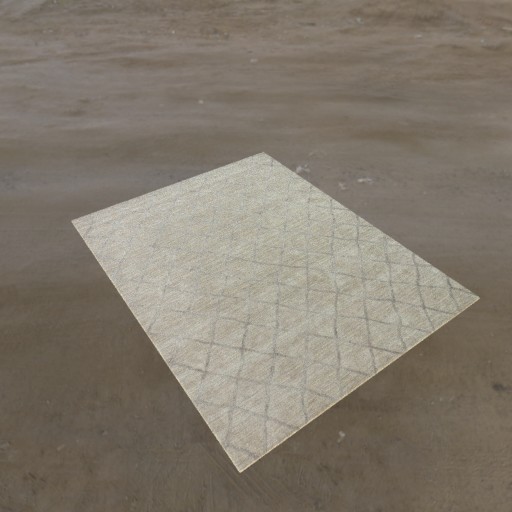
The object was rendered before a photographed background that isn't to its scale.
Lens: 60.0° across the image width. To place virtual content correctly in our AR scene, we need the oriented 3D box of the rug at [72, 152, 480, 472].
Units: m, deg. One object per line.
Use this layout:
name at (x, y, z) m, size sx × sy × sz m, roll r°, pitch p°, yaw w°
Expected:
rug at (0.000, 0.000, 4.094) m, size 2.420 × 0.019 × 3.038 m, roll -26°, pitch 48°, yaw -26°
